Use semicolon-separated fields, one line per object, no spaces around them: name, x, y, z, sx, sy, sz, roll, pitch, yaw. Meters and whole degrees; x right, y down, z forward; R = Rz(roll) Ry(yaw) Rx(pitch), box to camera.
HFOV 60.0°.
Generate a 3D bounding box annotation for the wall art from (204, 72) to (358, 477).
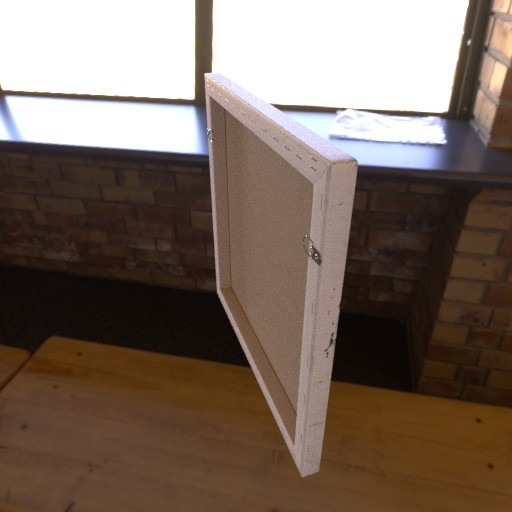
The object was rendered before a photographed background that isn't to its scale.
wall art;0.000;0.000;0.911;0.040;0.611;0.610;-10;33;-16
